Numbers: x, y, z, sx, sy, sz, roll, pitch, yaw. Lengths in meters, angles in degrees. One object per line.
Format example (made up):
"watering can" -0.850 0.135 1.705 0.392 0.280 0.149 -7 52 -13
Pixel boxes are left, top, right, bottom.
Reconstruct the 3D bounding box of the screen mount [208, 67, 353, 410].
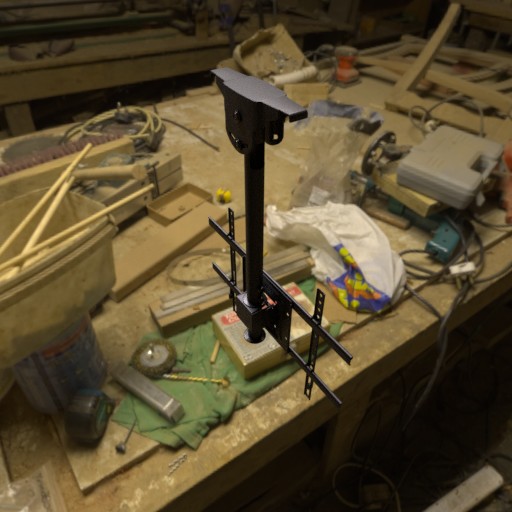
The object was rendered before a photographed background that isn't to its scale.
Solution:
"screen mount" 0.000 0.000 1.027 0.090 0.775 0.595 -24 46 -25
